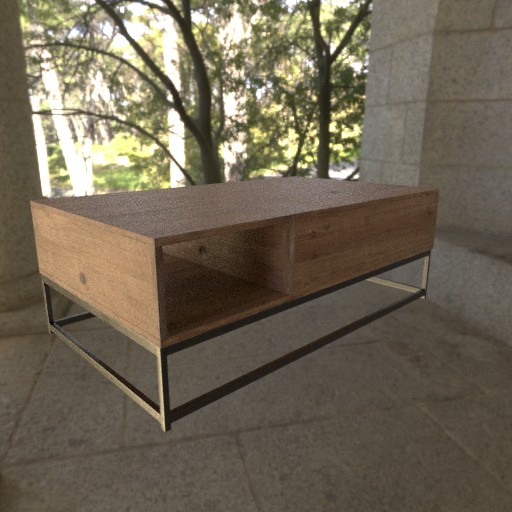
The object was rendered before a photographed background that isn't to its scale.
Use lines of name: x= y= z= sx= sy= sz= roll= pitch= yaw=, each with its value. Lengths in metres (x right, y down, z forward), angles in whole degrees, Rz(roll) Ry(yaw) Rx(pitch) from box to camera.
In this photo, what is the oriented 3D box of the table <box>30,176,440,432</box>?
table: x=0.000 y=0.000 z=1.412 sx=1.101 sy=0.395 sz=0.655 roll=-14 pitch=20 yaw=-42
